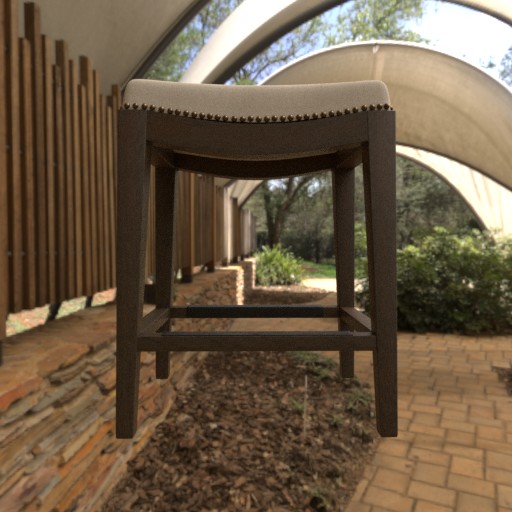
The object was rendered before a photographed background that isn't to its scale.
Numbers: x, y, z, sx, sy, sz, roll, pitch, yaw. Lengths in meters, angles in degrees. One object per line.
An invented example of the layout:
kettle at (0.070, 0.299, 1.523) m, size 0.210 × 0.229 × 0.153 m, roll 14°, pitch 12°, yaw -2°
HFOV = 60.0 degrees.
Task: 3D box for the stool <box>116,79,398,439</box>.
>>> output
stool at (0.000, 0.000, 0.952) m, size 0.500 × 0.642 × 0.361 m, roll 0°, pitch 2°, yaw -1°
